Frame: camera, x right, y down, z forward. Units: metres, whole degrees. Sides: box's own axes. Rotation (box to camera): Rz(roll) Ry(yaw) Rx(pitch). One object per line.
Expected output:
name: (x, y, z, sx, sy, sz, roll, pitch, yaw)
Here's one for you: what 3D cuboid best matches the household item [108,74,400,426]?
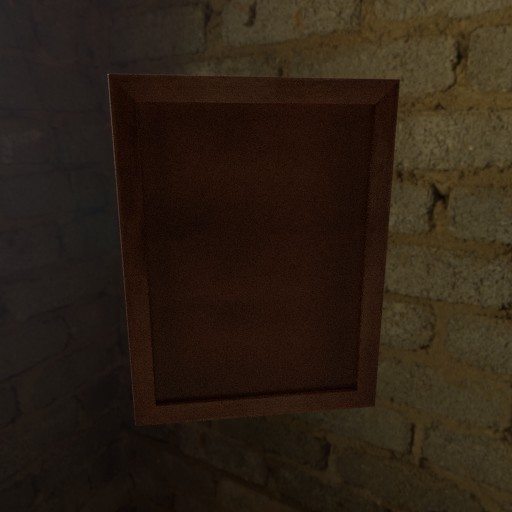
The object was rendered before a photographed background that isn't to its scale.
household item: (0.000, 0.000, 0.549, 0.310, 0.407, 0.067, -2, 15, -7)
